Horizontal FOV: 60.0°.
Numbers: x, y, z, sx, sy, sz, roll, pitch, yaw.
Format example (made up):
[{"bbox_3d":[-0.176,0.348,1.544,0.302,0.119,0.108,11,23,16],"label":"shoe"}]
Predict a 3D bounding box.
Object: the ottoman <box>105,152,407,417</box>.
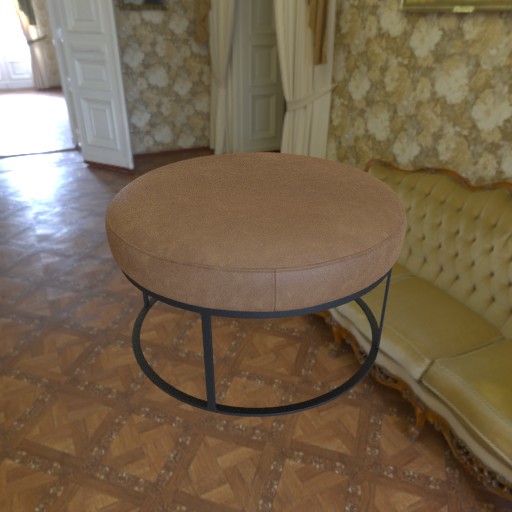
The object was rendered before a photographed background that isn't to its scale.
[{"bbox_3d":[0.000,0.000,1.251,0.771,0.460,0.771,0,28,0],"label":"ottoman"}]
